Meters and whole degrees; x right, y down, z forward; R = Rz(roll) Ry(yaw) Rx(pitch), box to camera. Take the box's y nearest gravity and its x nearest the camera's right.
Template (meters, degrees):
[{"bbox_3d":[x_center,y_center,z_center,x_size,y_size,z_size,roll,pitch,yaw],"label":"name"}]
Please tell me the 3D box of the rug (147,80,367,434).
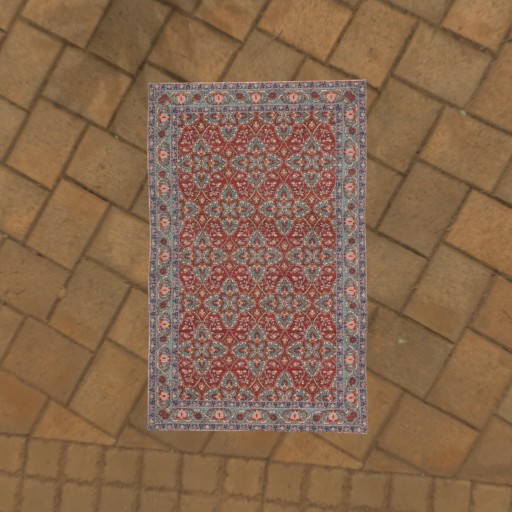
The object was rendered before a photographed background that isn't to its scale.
[{"bbox_3d":[0.000,0.000,3.085,1.533,0.011,2.439,0,89,2],"label":"rug"}]
